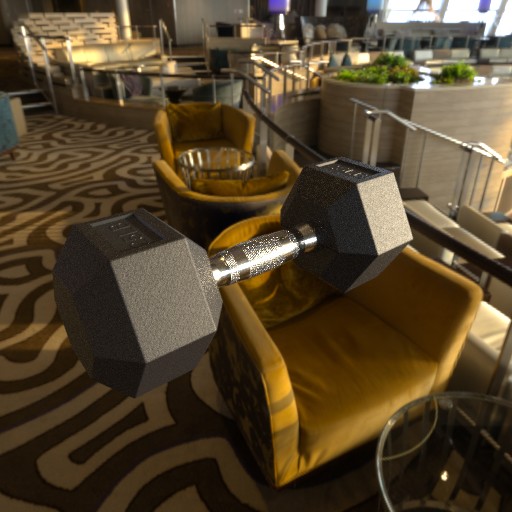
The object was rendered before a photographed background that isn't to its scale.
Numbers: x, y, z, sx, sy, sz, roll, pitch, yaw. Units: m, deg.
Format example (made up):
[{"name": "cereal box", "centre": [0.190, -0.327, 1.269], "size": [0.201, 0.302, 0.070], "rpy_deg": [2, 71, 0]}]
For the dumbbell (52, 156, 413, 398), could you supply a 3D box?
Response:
[{"name": "dumbbell", "centre": [0.000, 0.000, 0.384], "size": [0.315, 0.113, 0.129], "rpy_deg": [-21, 35, -33]}]
